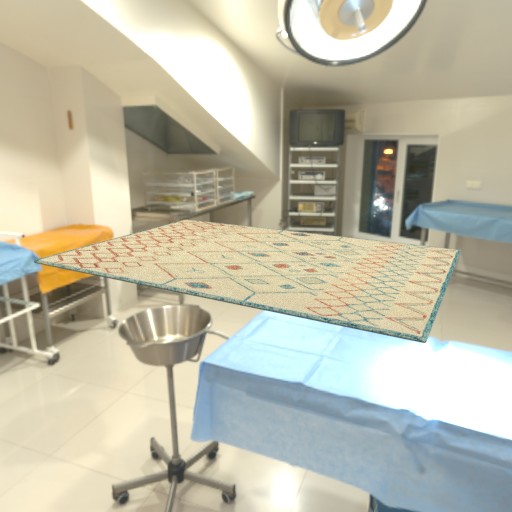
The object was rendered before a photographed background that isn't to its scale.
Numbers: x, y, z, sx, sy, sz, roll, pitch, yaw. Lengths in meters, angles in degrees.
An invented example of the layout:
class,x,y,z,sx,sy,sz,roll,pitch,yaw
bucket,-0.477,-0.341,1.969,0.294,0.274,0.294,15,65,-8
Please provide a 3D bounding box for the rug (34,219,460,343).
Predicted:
class,x,y,z,sx,sy,sz,roll,pitch,yaw
rug,0.000,0.000,2.274,1.829,0.016,1.219,8,17,27
